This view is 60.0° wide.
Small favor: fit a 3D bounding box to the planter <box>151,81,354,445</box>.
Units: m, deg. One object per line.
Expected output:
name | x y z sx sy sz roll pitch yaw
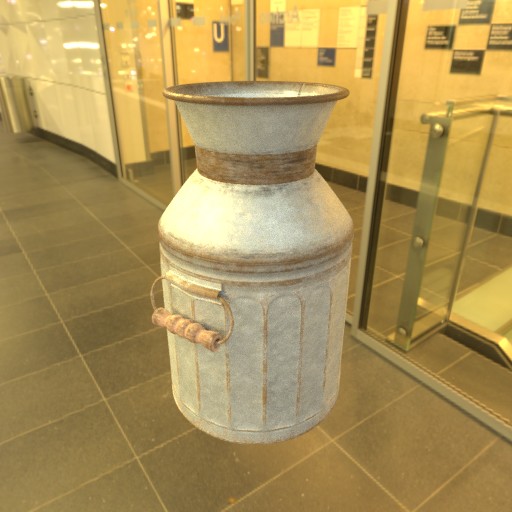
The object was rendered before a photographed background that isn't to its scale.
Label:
planter | 0.000 0.000 0.502 0.215 0.358 0.248 17 31 31
